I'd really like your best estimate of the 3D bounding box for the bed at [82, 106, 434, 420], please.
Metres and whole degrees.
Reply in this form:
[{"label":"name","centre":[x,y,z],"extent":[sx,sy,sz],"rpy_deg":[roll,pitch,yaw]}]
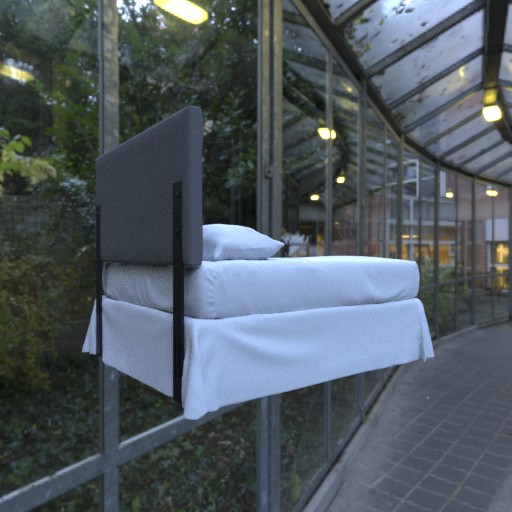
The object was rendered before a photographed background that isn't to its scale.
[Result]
[{"label":"bed","centre":[0.000,0.000,3.541],"extent":[2.222,1.577,1.936],"rpy_deg":[0,0,-36]}]
